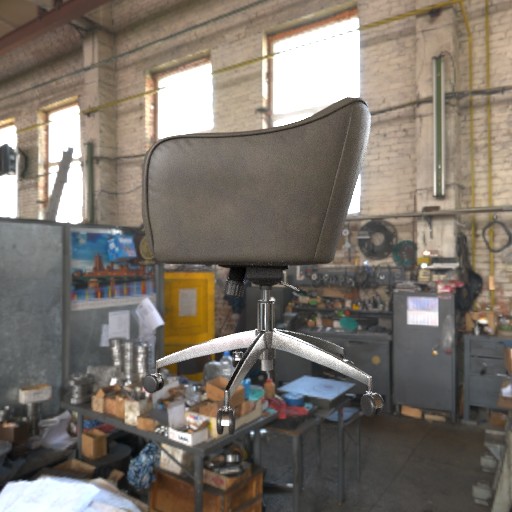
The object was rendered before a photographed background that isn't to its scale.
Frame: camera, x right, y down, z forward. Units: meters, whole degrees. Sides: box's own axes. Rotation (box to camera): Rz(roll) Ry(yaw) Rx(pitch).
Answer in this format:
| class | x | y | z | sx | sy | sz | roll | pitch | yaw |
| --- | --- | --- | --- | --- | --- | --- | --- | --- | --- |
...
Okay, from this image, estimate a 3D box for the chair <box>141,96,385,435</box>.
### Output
| class | x | y | z | sx | sy | sz | roll | pitch | yaw |
| --- | --- | --- | --- | --- | --- | --- | --- | --- | --- |
| chair | 0.000 | 0.000 | 1.352 | 0.689 | 0.827 | 0.713 | 0 | -1 | 0 |
